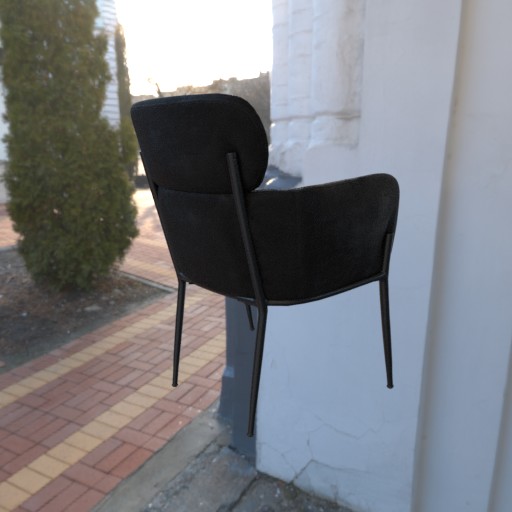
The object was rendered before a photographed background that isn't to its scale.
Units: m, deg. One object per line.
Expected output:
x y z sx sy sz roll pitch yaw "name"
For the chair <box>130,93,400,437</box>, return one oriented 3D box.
0.000 0.000 1.262 0.604 0.818 0.640 -14 20 -43 "chair"
